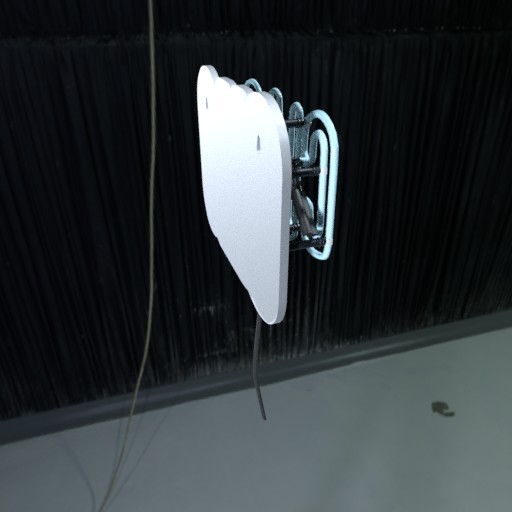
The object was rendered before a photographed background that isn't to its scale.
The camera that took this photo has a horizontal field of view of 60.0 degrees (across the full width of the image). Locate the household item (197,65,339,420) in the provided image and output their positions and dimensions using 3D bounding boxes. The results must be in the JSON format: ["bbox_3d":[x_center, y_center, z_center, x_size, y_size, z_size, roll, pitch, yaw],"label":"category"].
[{"bbox_3d":[0.000,0.000,0.387,0.042,0.294,0.211,-10,31,-16],"label":"household item"}]
